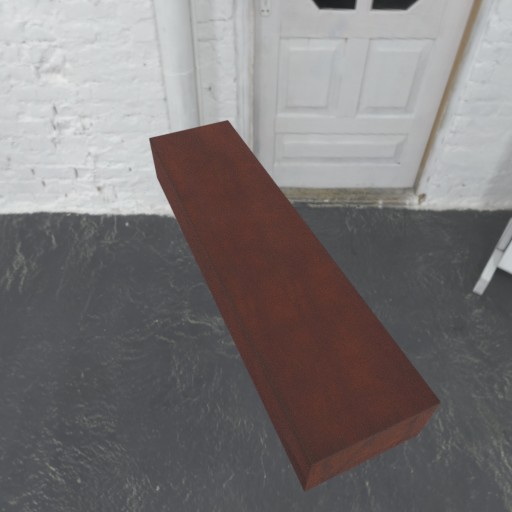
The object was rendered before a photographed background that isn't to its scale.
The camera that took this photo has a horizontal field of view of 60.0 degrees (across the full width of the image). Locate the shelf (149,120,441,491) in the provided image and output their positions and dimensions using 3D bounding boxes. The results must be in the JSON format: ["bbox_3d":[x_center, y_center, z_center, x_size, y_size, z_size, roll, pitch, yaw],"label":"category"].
[{"bbox_3d":[0.000,0.000,0.659,0.152,0.088,0.607,-18,50,-16],"label":"shelf"}]
